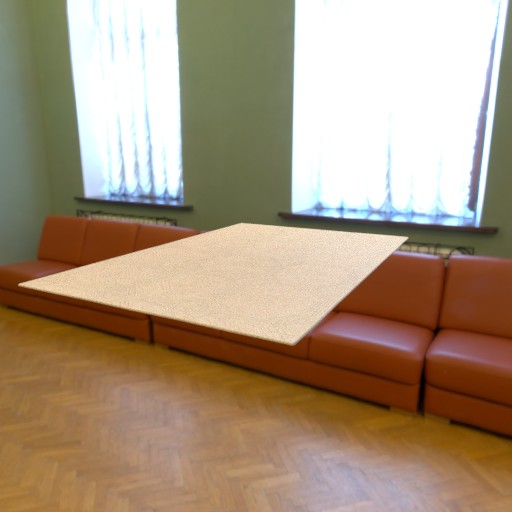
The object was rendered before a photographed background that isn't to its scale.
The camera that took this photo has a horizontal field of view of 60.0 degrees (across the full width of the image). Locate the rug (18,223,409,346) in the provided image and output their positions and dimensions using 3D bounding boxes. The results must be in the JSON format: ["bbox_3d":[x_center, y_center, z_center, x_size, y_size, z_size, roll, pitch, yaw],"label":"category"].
[{"bbox_3d":[0.000,0.000,2.320,1.236,0.009,1.839,7,15,27],"label":"rug"}]
